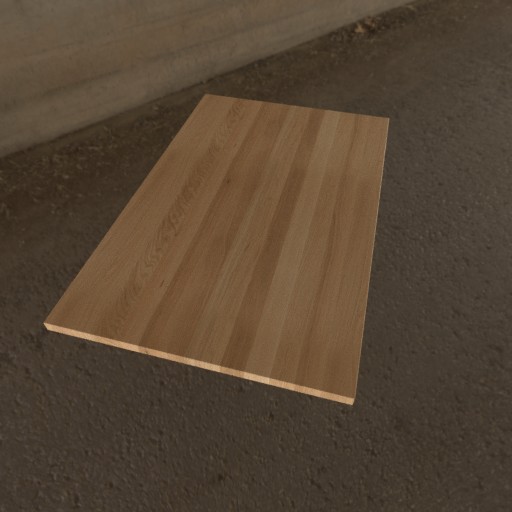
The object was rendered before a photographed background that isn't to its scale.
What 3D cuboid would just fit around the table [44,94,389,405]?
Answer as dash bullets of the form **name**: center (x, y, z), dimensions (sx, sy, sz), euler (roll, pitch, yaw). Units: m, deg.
- **table**: center (0.000, 0.000, 1.487), dimensions (0.700, 0.510, 1.100), euler (11, 48, 10)
